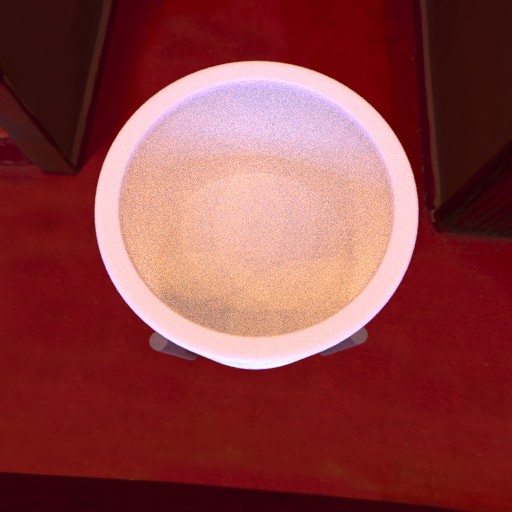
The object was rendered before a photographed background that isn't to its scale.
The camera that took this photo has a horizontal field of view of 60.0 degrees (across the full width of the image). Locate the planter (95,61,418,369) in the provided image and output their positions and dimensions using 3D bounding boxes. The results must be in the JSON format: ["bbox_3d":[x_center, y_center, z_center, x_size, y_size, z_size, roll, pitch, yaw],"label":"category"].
[{"bbox_3d":[0.000,0.000,0.851,0.421,0.581,0.420,1,75,0],"label":"planter"}]
